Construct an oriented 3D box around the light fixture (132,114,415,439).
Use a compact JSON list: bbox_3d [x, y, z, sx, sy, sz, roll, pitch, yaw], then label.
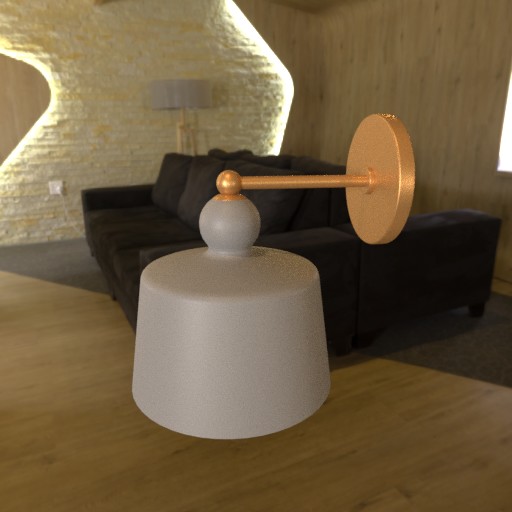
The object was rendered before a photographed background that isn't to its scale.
[{"bbox_3d":[0.000,0.000,0.436,0.254,0.268,0.204,-3,16,-10],"label":"light fixture"}]
